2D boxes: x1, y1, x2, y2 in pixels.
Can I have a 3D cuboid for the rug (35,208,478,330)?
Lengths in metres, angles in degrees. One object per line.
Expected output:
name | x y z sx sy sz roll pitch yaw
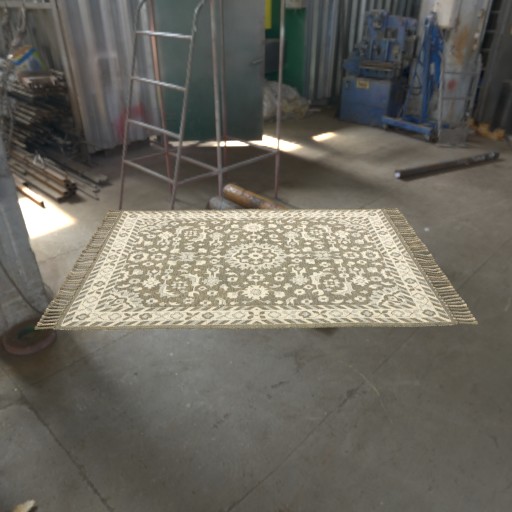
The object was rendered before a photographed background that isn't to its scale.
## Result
rug | 0.000 0.000 3.058 2.431 0.025 1.530 -1 31 -1
